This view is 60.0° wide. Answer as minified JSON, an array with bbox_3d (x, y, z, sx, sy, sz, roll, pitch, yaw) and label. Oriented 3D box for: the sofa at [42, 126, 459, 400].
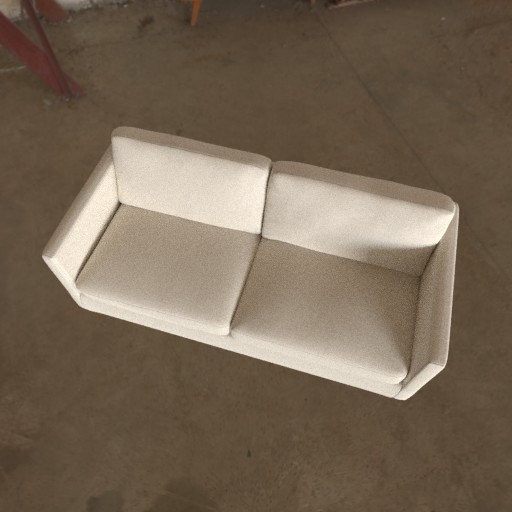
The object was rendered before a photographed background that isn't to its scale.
[{"bbox_3d":[0.000,0.000,2.468,1.981,0.889,0.965,14,60,8],"label":"sofa"}]
